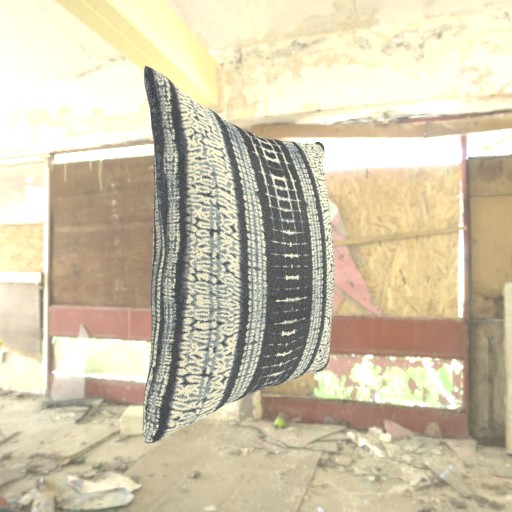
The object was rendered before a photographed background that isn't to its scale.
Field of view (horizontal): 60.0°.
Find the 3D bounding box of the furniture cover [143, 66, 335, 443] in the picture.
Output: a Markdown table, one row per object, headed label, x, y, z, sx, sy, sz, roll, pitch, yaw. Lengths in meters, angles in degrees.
| label | x | y | z | sx | sy | sz | roll | pitch | yaw |
| --- | --- | --- | --- | --- | --- | --- | --- | --- | --- |
| furniture cover | 0.000 | 0.000 | 0.675 | 0.133 | 0.435 | 0.425 | -1 | -1 | 37 |
